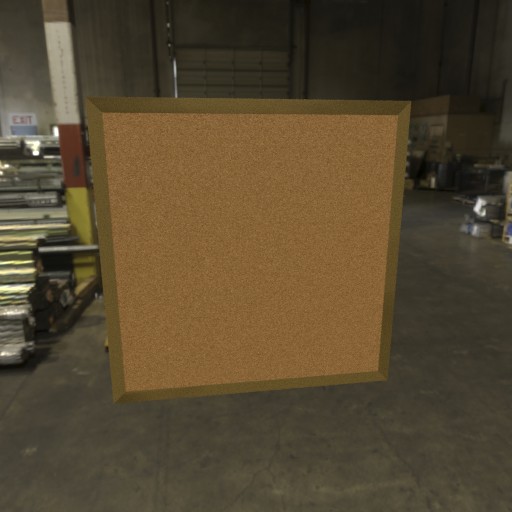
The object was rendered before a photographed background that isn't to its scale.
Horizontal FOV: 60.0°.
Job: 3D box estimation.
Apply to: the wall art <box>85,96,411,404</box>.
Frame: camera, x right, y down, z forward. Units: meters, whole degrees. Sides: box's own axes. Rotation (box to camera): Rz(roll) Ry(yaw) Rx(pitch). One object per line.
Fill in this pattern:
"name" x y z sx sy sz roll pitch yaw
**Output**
"wall art" 0.000 0.000 1.142 0.762 0.762 0.038 -2 15 -9
